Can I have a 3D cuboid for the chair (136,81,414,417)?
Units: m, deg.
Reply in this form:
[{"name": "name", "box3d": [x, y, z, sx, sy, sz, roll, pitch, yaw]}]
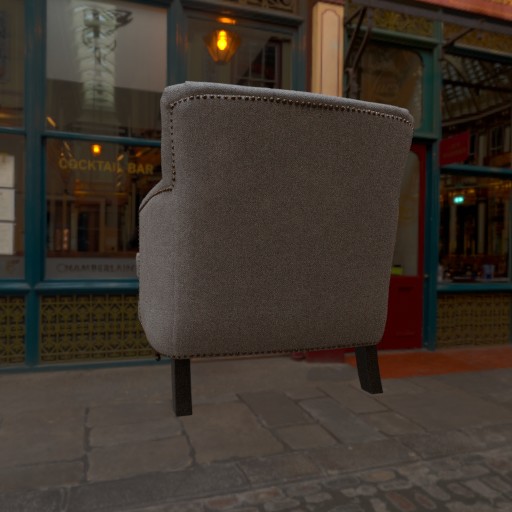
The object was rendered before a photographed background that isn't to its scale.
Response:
[{"name": "chair", "box3d": [0.000, 0.000, 1.497, 0.737, 0.823, 0.902, 0, 0, -19]}]
